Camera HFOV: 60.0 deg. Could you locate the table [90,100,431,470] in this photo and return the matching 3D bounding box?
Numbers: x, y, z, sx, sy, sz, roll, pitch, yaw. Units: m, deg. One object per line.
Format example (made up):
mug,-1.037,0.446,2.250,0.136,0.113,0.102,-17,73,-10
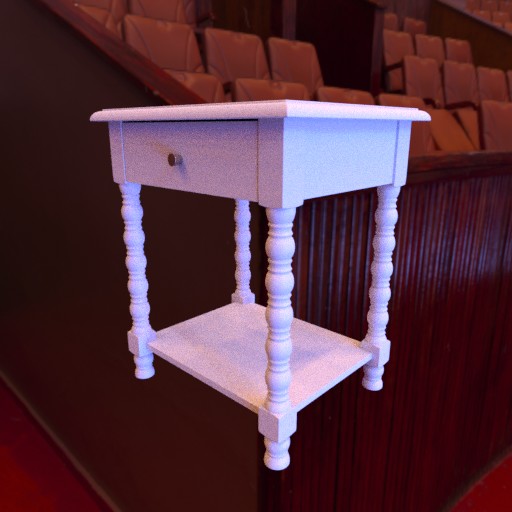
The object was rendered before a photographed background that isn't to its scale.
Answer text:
table,0.000,0.000,0.843,0.460,0.531,0.381,15,22,41
